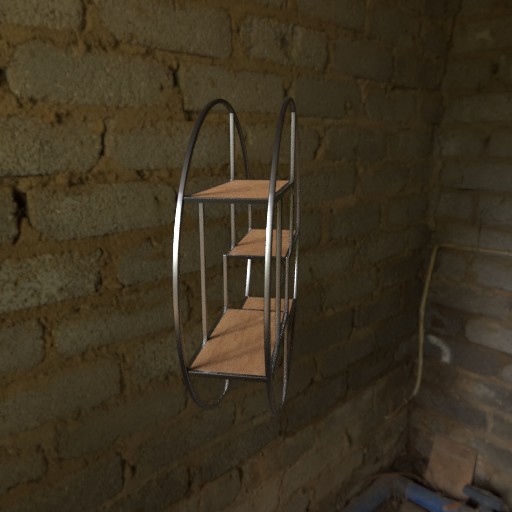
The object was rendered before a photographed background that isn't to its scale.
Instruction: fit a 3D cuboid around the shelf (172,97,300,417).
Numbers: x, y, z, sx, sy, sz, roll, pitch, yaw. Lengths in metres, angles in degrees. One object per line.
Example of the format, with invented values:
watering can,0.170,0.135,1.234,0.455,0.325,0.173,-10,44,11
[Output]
shelf,0.000,0.000,1.322,0.202,0.888,0.888,2,14,9
